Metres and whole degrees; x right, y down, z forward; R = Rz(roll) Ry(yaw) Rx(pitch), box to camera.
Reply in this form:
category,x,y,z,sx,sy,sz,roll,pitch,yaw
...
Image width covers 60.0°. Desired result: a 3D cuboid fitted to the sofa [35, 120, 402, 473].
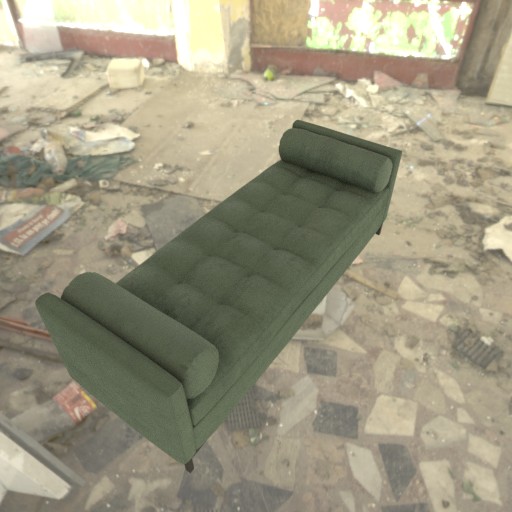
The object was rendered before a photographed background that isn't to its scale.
category,x,y,z,sx,sy,sz,roll,pitch,yaw
sofa,0.000,0.000,2.503,0.817,0.681,2.130,26,48,26
